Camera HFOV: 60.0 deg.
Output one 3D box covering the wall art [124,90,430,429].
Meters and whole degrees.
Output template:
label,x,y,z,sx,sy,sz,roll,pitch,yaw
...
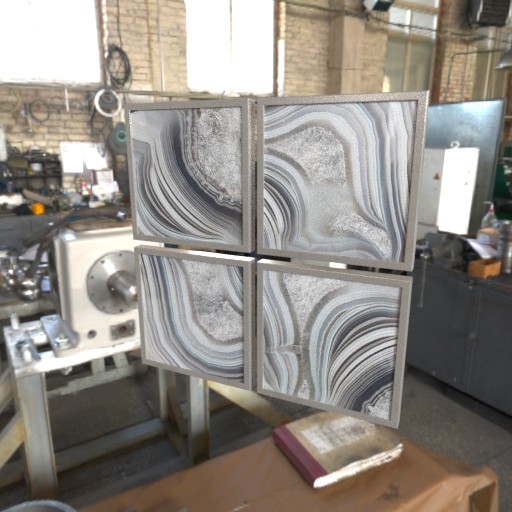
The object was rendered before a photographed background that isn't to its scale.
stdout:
label,x,y,z,sx,sy,sz,roll,pitch,yaw
wall art,0.000,0.000,0.910,0.611,0.611,0.029,7,16,24
